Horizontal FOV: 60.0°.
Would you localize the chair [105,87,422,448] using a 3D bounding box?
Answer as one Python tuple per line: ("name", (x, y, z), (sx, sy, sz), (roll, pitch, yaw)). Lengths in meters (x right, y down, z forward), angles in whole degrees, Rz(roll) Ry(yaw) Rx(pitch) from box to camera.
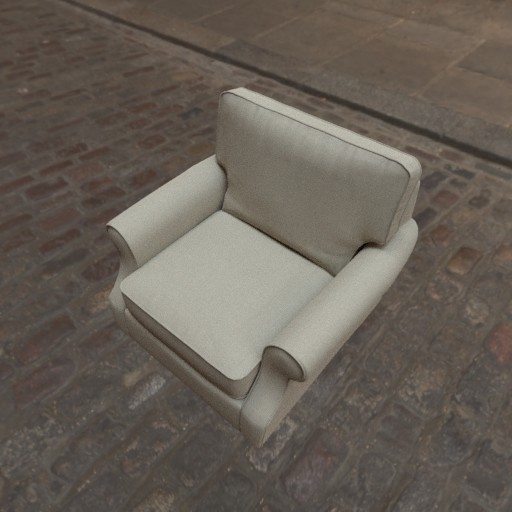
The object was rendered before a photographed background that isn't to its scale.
("chair", (0.000, 0.000, 1.809), (1.029, 0.967, 0.966), (32, 54, 26))
